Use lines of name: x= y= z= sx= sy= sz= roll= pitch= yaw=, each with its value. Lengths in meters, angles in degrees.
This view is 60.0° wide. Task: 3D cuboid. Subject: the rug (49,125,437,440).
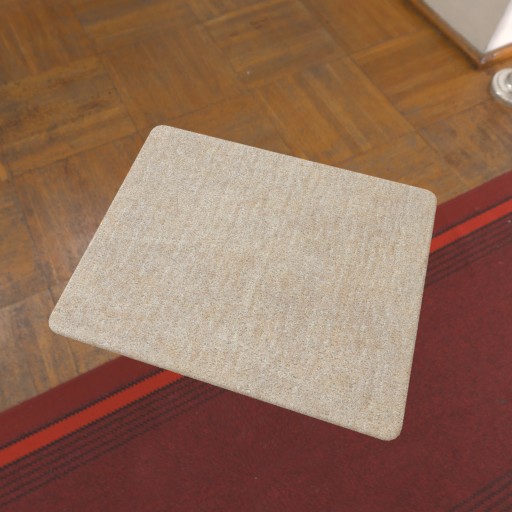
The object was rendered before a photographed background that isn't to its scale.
rug: x=0.000 y=0.000 z=3.403 sx=2.528 sy=0.048 sz=2.009 roll=16 pitch=64 yaw=8
